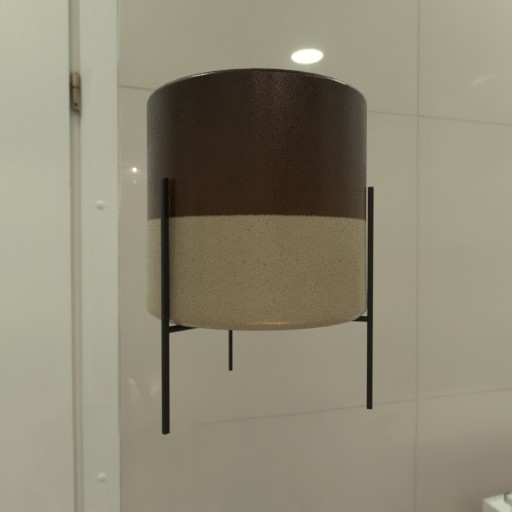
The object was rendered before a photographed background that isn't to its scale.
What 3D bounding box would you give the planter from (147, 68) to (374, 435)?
[{"bbox_3d":[0.000,0.000,0.716,0.345,0.465,0.354,0,1,-17],"label":"planter"}]
